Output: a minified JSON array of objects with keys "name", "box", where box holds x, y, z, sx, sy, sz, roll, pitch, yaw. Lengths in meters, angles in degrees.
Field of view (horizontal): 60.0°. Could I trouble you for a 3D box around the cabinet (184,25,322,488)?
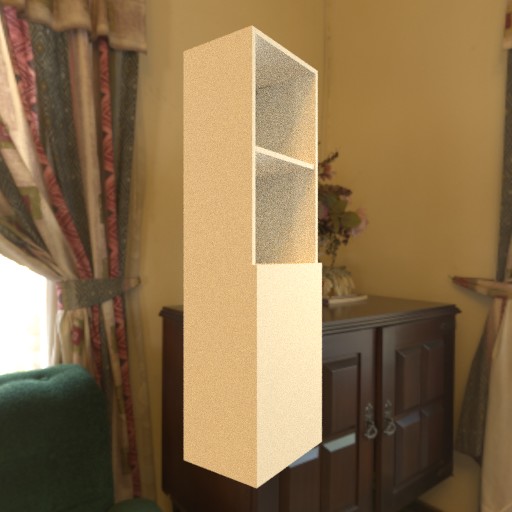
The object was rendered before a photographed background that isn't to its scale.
[{"name":"cabinet","box":[0.000,0.000,1.537,0.300,1.350,0.400,0,0,36]}]
